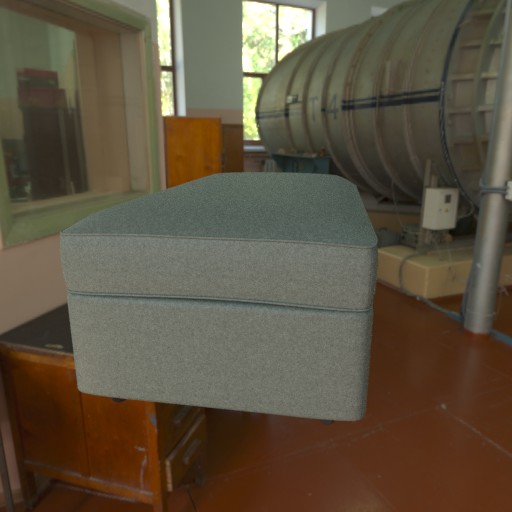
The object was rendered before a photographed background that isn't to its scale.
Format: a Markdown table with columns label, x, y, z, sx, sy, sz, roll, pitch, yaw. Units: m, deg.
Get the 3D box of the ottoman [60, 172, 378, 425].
| label | x | y | z | sx | sy | sz | roll | pitch | yaw |
| --- | --- | --- | --- | --- | --- | --- | --- | --- | --- |
| ottoman | 0.000 | 0.000 | 1.486 | 0.681 | 0.494 | 1.173 | 3 | 15 | 10 |
